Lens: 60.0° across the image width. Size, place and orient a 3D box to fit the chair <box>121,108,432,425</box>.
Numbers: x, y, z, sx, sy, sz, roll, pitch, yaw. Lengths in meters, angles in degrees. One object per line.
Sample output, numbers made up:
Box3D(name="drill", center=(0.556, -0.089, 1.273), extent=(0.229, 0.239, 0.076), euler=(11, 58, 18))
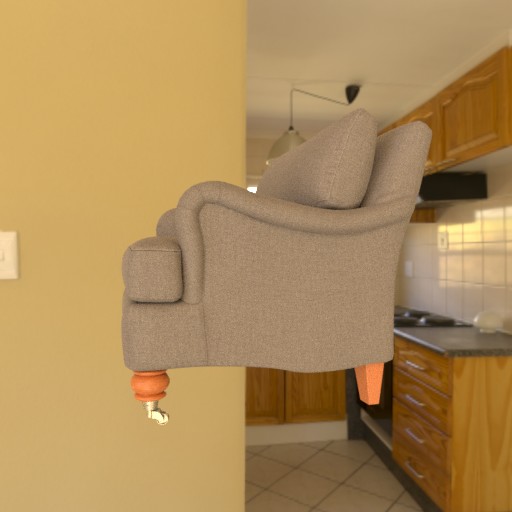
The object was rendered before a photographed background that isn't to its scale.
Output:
Box3D(name="chair", center=(0.000, 0.000, 1.842), extent=(1.070, 1.038, 0.955), euler=(0, 0, -17))
